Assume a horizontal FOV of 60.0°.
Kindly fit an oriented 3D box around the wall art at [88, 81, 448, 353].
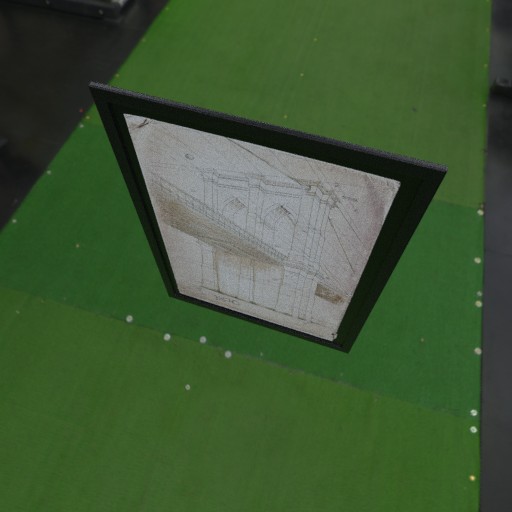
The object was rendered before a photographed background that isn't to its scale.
[{"bbox_3d":[0.000,0.000,1.246,0.707,0.967,0.013,16,60,10],"label":"wall art"}]
